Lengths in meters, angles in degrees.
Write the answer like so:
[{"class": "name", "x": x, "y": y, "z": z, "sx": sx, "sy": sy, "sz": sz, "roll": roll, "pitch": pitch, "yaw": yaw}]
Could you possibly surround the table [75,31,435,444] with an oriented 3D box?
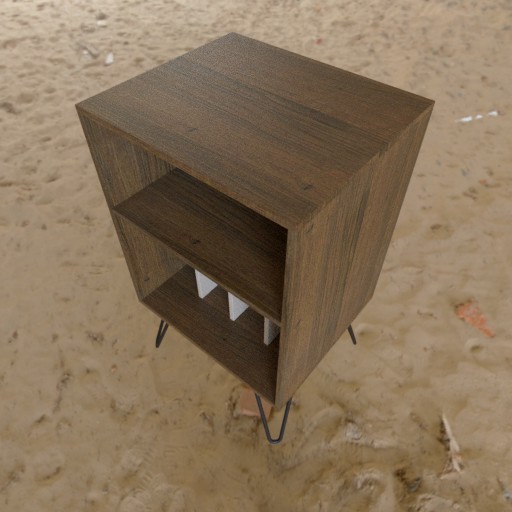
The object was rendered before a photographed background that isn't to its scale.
[{"class": "table", "x": 0.000, "y": 0.000, "z": 1.162, "sx": 0.526, "sy": 0.866, "sz": 0.457, "roll": 32, "pitch": 55, "yaw": 25}]
